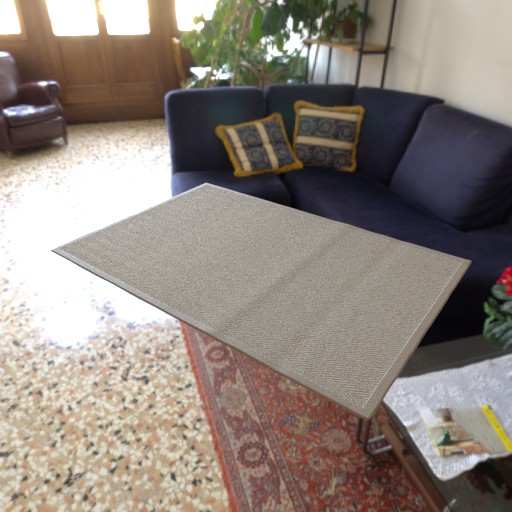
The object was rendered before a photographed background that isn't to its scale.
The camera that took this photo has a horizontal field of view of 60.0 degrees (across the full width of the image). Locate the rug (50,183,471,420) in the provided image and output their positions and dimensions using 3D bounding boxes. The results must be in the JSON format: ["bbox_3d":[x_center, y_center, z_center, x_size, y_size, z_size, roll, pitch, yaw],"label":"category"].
[{"bbox_3d":[0.000,0.000,2.894,2.290,0.021,1.540,21,36,31],"label":"rug"}]
